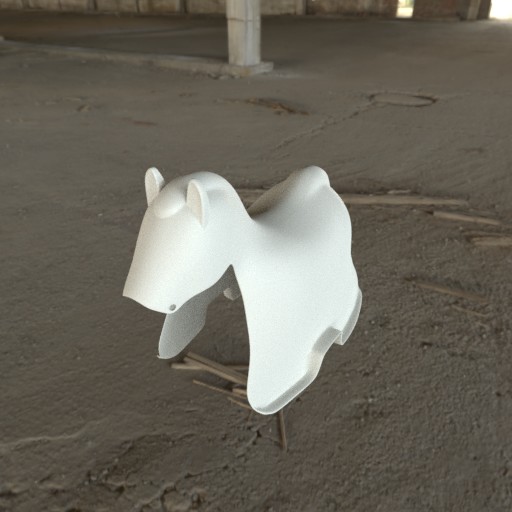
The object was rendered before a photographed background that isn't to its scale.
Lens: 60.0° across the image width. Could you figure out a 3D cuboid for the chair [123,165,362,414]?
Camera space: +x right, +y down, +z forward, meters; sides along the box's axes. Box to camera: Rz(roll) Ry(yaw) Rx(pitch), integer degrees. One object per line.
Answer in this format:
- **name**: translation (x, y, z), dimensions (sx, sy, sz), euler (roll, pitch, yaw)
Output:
- **chair**: translation (0.000, 0.000, 1.137), dimensions (0.429, 0.612, 0.800), euler (19, 36, 29)
